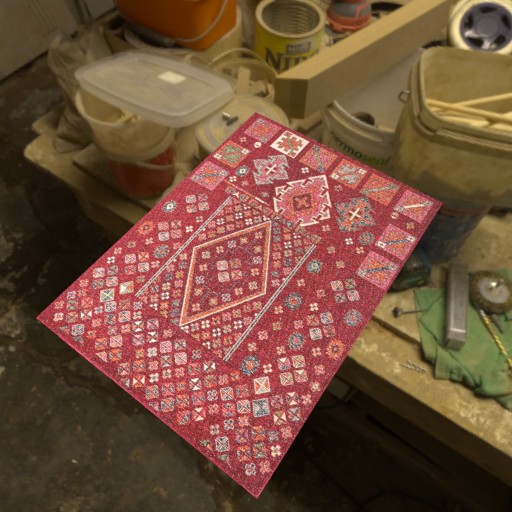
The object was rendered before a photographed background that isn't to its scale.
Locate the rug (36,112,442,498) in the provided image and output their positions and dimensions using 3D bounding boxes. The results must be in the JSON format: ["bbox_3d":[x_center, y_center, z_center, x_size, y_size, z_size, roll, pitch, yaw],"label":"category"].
[{"bbox_3d":[0.000,0.000,2.800,1.579,0.007,2.184,31,63,18],"label":"rug"}]
